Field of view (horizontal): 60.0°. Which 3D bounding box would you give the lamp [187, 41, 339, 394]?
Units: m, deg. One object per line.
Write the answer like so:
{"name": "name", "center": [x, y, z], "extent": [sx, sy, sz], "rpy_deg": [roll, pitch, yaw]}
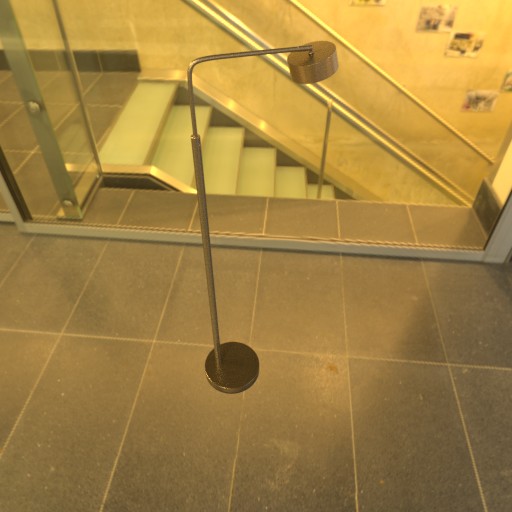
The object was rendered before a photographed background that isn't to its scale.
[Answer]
{"name": "lamp", "center": [0.000, 0.000, 1.405], "extent": [0.418, 1.230, 0.219], "rpy_deg": [-10, 44, -10]}
